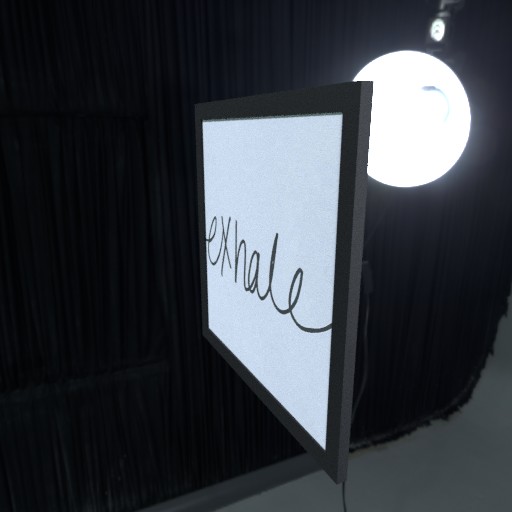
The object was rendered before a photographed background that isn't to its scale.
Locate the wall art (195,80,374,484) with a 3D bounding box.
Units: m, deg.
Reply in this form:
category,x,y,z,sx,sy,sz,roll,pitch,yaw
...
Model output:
category,x,y,z,sx,sy,sz,roll,pitch,yaw
wall art,0.000,0.000,0.525,0.012,0.357,0.358,-8,18,-26
